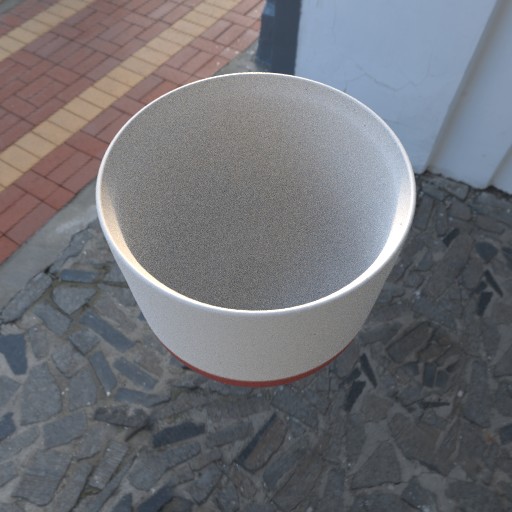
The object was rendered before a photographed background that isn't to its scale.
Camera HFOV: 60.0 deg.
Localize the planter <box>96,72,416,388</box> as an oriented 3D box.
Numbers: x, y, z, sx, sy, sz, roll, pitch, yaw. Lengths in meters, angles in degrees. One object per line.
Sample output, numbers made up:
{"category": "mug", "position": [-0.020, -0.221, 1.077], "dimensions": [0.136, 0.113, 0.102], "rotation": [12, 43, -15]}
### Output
{"category": "planter", "position": [0.000, 0.000, 0.486], "dimensions": [0.268, 0.270, 0.268], "rotation": [0, 58, 0]}
